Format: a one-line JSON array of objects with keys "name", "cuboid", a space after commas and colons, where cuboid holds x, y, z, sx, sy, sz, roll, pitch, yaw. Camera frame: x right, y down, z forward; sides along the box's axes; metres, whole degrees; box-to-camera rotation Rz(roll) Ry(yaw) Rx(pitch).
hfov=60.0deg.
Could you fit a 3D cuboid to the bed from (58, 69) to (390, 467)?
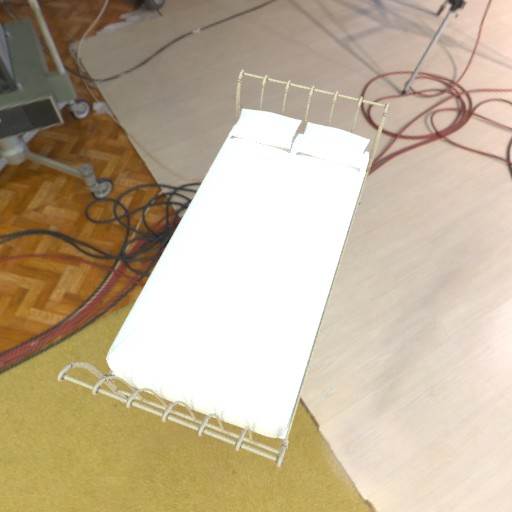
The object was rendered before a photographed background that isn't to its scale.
[{"name": "bed", "cuboid": [0.000, 0.000, 2.701, 1.032, 0.873, 2.228, 17, 60, 10]}]
